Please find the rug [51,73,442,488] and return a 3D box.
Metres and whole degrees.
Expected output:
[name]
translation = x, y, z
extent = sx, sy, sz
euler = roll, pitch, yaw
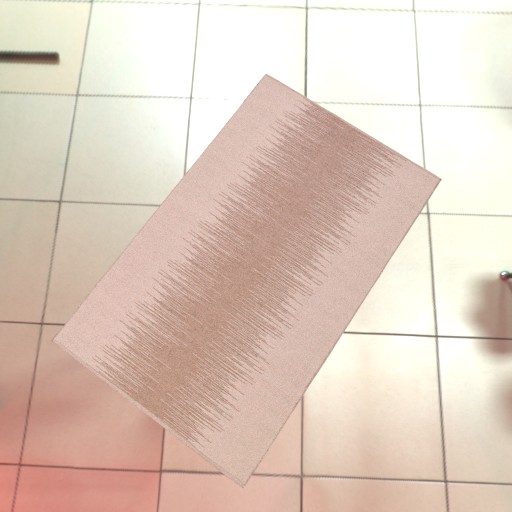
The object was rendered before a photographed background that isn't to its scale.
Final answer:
[rug]
translation = 0.000, 0.000, 3.000
extent = 1.522, 0.012, 2.440
euler = 34, 78, 8
